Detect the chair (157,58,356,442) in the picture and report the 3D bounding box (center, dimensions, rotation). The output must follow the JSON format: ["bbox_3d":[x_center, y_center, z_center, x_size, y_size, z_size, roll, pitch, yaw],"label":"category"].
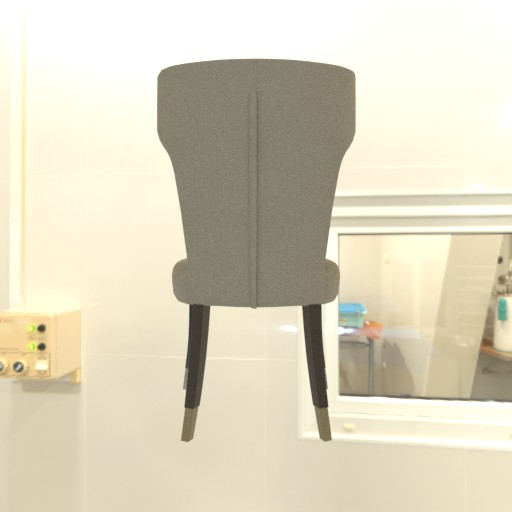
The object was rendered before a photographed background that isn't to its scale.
[{"bbox_3d":[0.000,0.000,1.332,0.526,0.955,0.630,0,0,0],"label":"chair"}]
